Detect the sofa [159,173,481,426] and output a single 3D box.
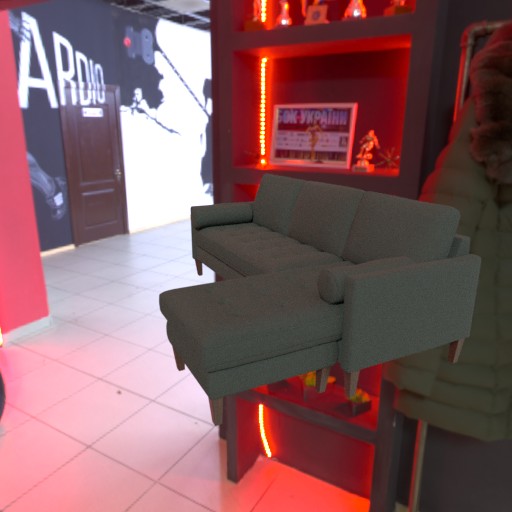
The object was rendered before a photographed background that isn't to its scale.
[{"bbox_3d":[0.000,0.000,2.911,1.506,0.876,2.178,-8,18,-26],"label":"sofa"}]
